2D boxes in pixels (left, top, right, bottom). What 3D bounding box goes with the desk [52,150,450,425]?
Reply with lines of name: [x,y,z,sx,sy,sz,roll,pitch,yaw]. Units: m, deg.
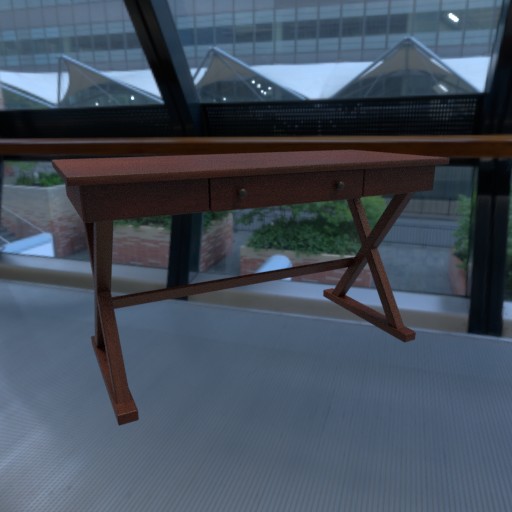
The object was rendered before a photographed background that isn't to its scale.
desk: [0.000,0.000,1.773,1.372,0.761,0.600,-8,19,-26]
